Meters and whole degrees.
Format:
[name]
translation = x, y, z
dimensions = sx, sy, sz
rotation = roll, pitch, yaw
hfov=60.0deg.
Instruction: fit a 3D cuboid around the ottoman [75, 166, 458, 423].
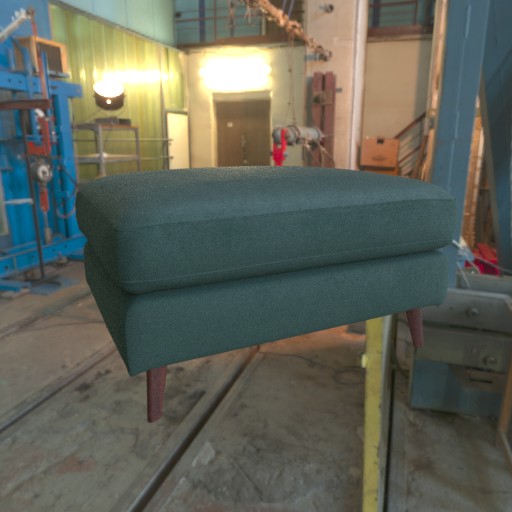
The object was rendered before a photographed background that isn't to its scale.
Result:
[ottoman]
translation = 0.000, 0.000, 1.142
dimensions = 0.811, 0.449, 0.608
rotation = -7, 16, -26
